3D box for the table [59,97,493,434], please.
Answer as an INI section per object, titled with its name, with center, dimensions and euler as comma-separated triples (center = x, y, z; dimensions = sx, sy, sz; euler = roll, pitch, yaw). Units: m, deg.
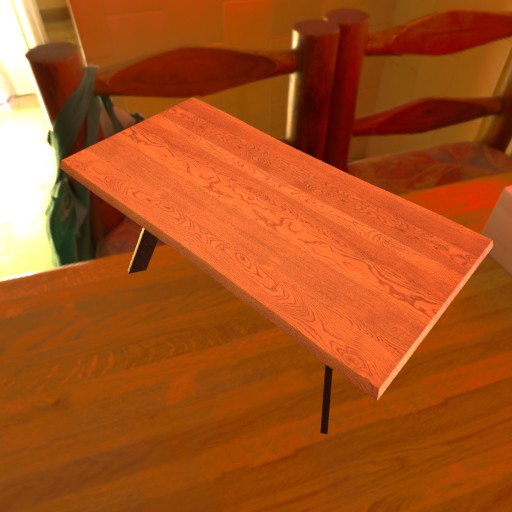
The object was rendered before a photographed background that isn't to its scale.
[table]
center = 0.000, 0.000, 2.245
dimensions = 1.800, 0.770, 0.900
euler = 33, 55, 27
